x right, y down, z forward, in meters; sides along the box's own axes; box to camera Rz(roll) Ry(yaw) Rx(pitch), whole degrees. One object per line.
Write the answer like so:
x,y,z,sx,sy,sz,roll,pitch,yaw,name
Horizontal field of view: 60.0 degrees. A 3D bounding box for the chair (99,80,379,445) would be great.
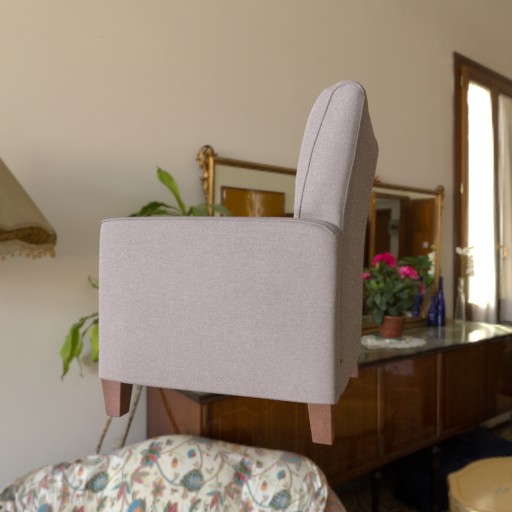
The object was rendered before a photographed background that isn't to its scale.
0.000,0.000,1.657,0.859,1.023,0.845,0,0,18,chair
